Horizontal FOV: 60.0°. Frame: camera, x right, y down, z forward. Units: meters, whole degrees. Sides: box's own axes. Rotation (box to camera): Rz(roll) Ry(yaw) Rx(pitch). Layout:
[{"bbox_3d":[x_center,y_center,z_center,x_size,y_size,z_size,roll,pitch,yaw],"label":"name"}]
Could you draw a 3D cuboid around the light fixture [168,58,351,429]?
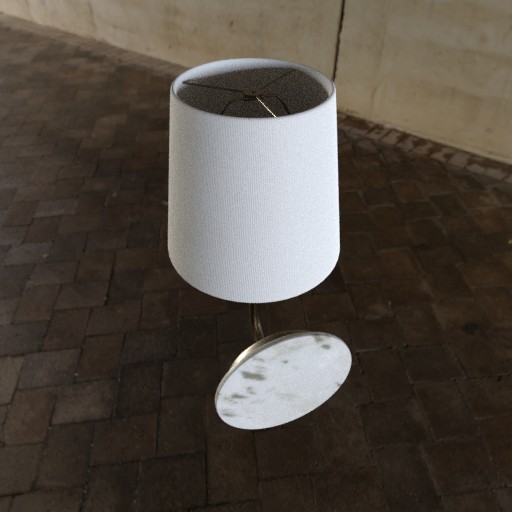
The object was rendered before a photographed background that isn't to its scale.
[{"bbox_3d":[0.000,0.000,0.445,0.168,0.337,0.188,-13,42,-14],"label":"light fixture"}]
